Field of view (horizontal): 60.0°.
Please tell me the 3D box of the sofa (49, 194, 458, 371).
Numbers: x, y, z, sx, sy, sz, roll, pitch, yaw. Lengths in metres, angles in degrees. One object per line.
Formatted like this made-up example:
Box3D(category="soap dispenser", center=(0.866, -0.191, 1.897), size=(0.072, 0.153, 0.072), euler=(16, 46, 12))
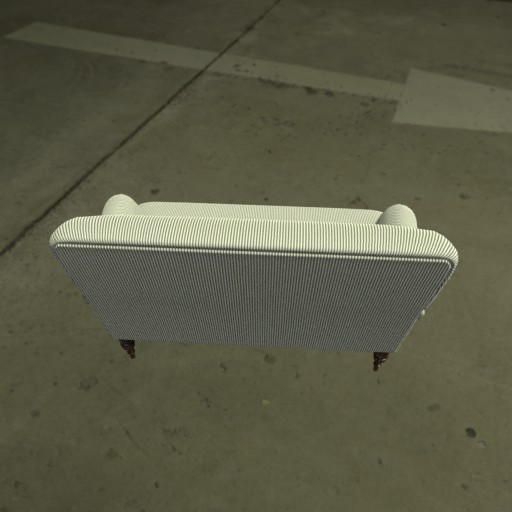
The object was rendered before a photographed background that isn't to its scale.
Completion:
Box3D(category="sofa", center=(0.000, 0.000, 1.820), size=(1.297, 0.889, 0.779), euler=(2, 46, 2))
